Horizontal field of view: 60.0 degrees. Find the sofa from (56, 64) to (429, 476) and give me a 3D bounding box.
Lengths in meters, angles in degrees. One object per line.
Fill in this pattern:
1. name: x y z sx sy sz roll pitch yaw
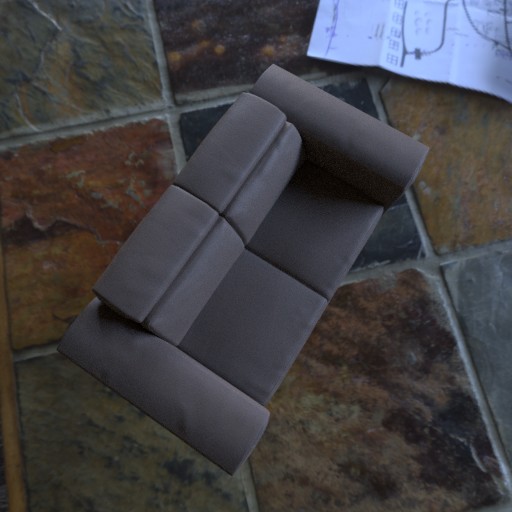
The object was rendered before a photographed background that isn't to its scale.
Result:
1. sofa: 0.000 0.000 2.395 1.003 0.779 1.895 32 76 9
